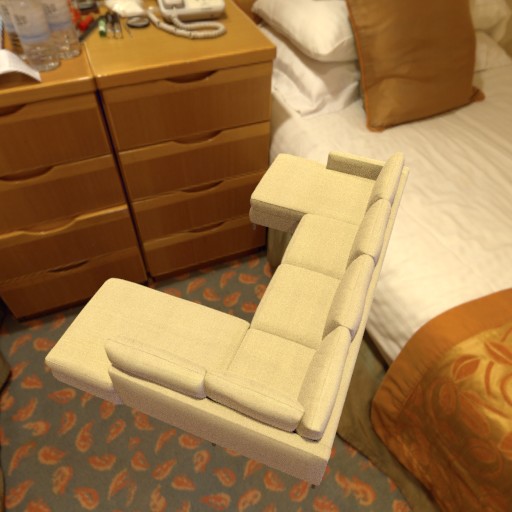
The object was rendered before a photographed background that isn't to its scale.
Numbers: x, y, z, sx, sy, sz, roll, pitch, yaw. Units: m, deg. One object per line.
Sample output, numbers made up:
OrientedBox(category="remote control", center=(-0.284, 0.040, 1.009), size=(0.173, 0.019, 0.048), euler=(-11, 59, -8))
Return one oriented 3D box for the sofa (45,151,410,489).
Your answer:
OrientedBox(category="sofa", center=(0.000, 0.000, 3.463), size=(1.879, 0.756, 2.737), euler=(17, 50, 15))
